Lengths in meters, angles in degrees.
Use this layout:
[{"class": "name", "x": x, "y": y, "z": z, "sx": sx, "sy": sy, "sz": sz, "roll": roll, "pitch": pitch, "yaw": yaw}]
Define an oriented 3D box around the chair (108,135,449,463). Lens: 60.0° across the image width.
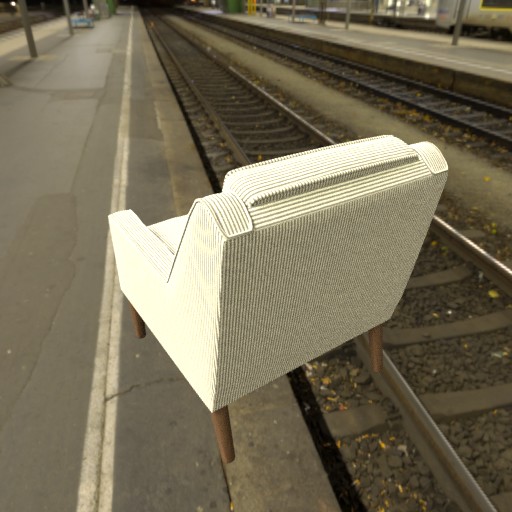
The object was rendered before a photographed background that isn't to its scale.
[{"class": "chair", "x": 0.000, "y": 0.000, "z": 1.344, "sx": 0.663, "sy": 0.792, "sz": 0.743, "roll": -19, "pitch": 35, "yaw": -29}]
